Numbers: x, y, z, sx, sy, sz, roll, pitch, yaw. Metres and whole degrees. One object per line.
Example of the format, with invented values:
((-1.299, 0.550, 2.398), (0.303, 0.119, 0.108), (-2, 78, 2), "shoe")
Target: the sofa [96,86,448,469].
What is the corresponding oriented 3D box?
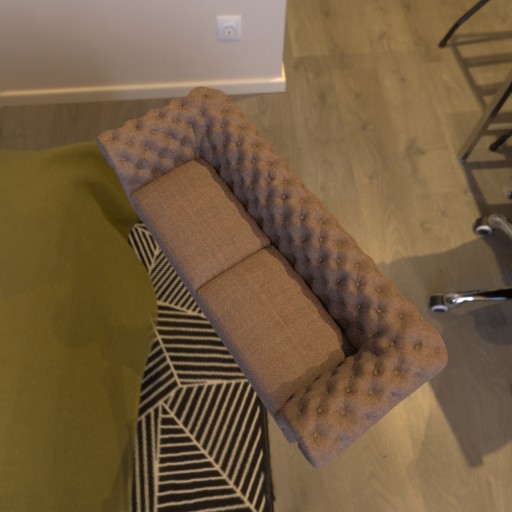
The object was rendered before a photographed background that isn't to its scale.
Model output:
((0.000, 0.000, 2.846), (0.944, 0.787, 2.385), (-32, 68, -14), "sofa")
